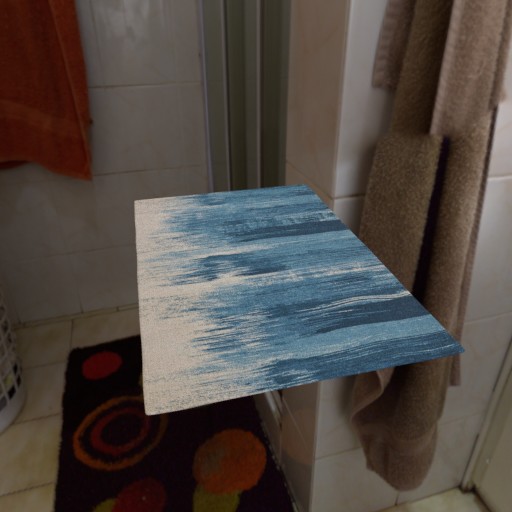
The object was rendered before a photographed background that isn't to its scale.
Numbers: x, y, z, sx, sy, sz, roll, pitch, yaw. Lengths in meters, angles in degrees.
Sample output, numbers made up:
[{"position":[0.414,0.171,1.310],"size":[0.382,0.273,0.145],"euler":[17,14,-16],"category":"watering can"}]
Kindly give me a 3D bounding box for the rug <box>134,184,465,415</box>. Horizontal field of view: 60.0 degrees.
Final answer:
[{"position":[0.000,0.000,2.354],"size":[1.232,0.009,1.836],"euler":[-7,31,-12],"category":"rug"}]
